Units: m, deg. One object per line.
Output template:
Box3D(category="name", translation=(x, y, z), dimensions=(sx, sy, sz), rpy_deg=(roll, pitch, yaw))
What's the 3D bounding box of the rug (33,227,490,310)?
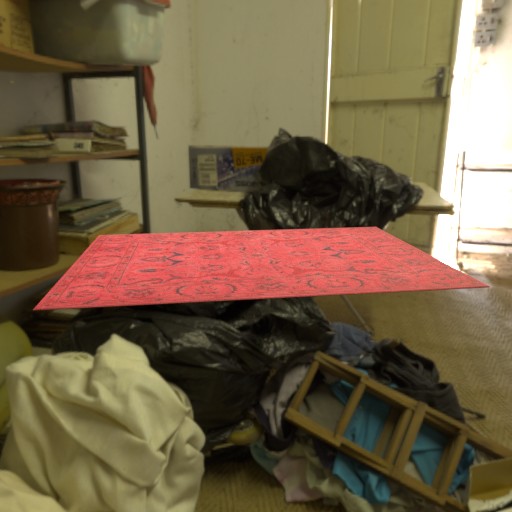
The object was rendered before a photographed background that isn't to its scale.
Box3D(category="rug", translation=(0.000, 0.000, 2.315), dimensions=(1.814, 0.008, 1.209), rpy_deg=(-2, 16, -8))
